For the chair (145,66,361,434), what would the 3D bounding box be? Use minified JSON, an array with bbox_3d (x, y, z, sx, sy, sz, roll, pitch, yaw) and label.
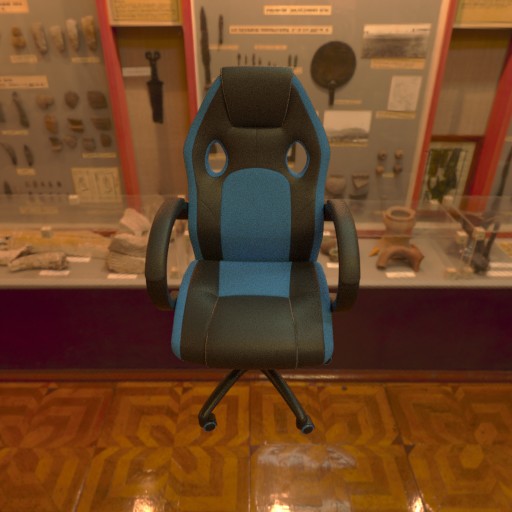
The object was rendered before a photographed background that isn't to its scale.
[{"bbox_3d":[0.000,0.000,1.601,0.673,1.187,0.724,1,31,1],"label":"chair"}]
